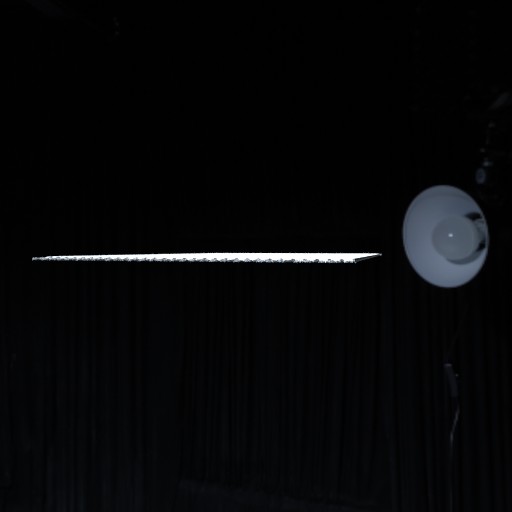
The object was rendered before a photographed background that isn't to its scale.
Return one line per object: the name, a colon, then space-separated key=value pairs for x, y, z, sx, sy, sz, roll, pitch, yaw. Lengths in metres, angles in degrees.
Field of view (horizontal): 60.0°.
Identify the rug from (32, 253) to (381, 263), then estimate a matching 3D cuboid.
rug: x=0.000 y=0.000 z=2.406 sx=1.243 sy=0.013 sz=1.872 roll=0 pitch=1 yaw=18
